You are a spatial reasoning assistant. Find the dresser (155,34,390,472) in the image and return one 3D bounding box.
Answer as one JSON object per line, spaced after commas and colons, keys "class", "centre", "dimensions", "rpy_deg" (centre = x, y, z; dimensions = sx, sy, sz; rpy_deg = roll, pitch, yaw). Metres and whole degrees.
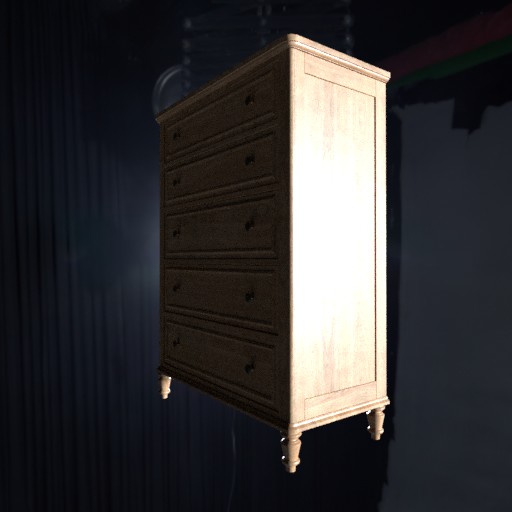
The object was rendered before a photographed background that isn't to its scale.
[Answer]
{"class": "dresser", "centre": [0.000, 0.000, 1.838], "dimensions": [0.484, 1.318, 0.973], "rpy_deg": [0, -1, -37]}
